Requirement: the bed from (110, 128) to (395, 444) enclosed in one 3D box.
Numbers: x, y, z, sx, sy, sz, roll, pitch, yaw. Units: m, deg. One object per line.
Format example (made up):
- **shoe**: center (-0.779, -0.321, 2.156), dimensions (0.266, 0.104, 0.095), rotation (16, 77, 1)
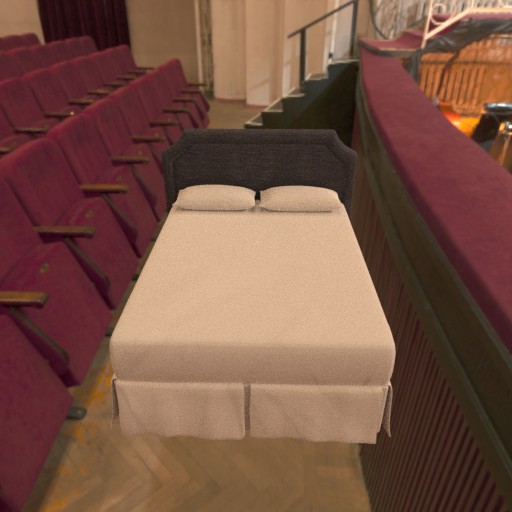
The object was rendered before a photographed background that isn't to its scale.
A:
- **bed**: center (0.000, 0.000, 3.148), dimensions (1.693, 1.290, 2.116), rotation (1, 30, 1)
